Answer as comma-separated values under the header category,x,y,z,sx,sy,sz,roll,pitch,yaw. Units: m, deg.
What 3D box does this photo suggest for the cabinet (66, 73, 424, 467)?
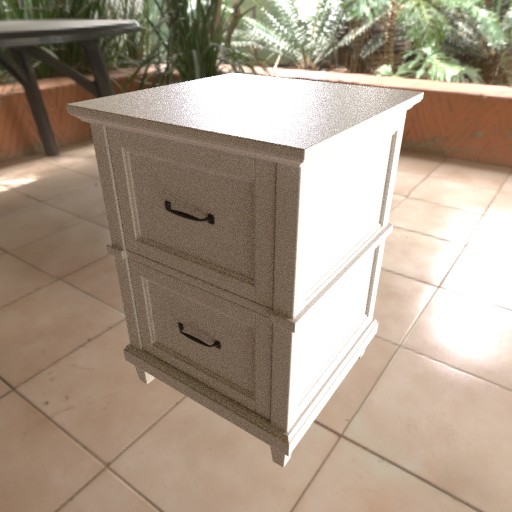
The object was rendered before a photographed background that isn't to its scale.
category,x,y,z,sx,sy,sz,roll,pitch,yaw
cabinet,0.000,0.000,1.133,0.544,0.775,0.547,19,35,30
